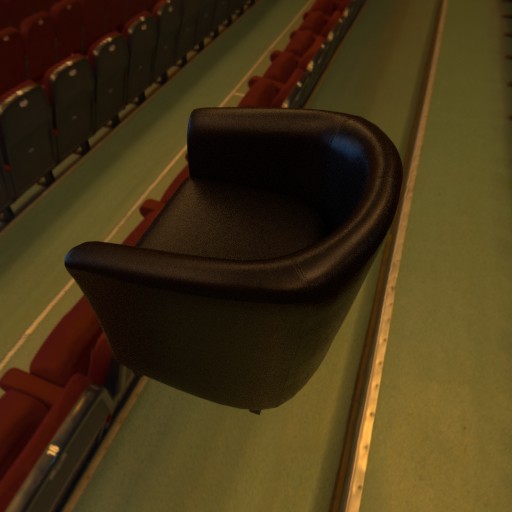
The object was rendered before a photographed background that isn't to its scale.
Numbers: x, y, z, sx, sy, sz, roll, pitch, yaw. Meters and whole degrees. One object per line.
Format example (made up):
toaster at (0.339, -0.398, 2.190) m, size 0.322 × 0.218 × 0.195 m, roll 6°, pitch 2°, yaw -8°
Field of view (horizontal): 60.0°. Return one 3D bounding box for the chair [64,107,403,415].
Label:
chair at (0.000, 0.000, 1.388) m, size 0.727 × 0.756 × 0.793 m, roll 14°, pitch 48°, yaw 13°
